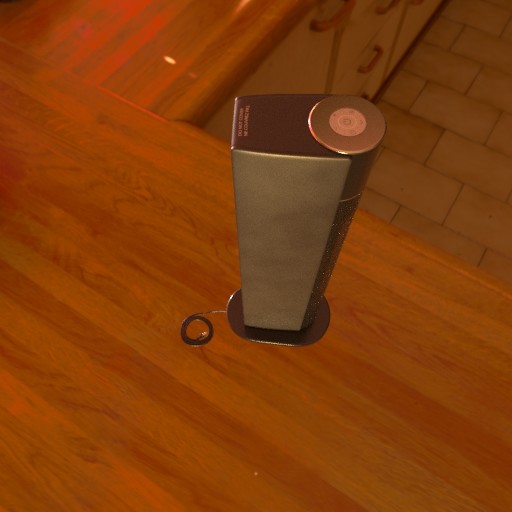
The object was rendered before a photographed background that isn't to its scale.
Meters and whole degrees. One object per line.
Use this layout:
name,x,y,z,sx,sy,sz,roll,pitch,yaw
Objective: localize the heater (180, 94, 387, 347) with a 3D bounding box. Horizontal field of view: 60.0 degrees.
heater,0.000,0.000,1.009,0.458,0.856,0.214,2,64,1
